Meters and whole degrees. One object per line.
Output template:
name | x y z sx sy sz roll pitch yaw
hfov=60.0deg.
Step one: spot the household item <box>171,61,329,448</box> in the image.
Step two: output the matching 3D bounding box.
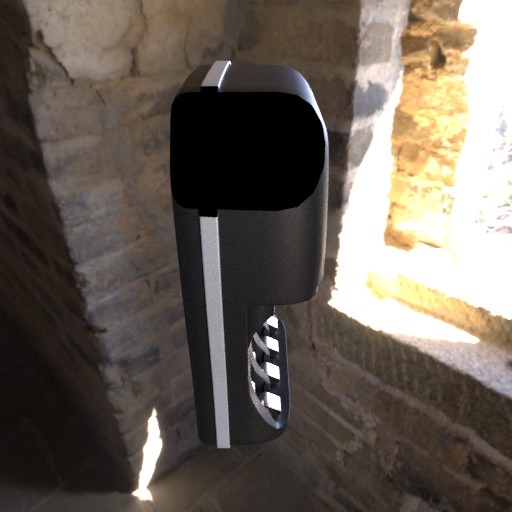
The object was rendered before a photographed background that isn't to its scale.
household item | 0.000 0.000 0.146 0.038 0.114 0.070 0 32 1
